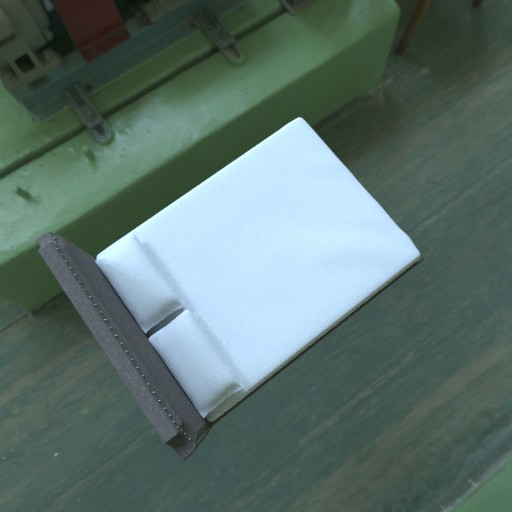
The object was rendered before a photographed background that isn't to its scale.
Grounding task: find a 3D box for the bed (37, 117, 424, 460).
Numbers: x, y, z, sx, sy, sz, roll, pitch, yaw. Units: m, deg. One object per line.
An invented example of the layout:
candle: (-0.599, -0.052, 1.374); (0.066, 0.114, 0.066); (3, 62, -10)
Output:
bed: (0.000, 0.000, 3.533); (2.381, 1.457, 1.713); (-36, 79, -9)
